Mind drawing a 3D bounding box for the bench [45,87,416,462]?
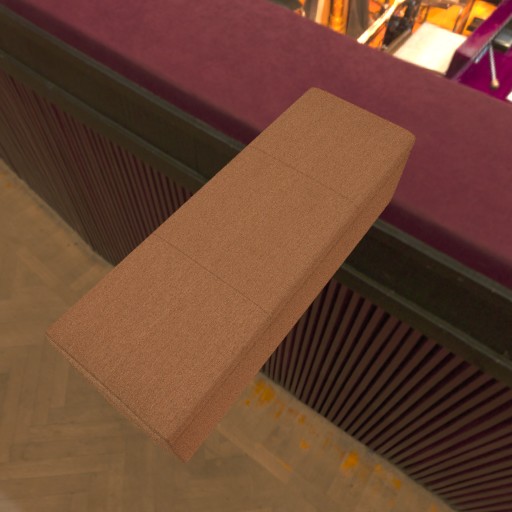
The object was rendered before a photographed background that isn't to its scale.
[{"bbox_3d":[0.000,0.000,1.499,0.446,0.438,1.269,33,64,19],"label":"bench"}]
